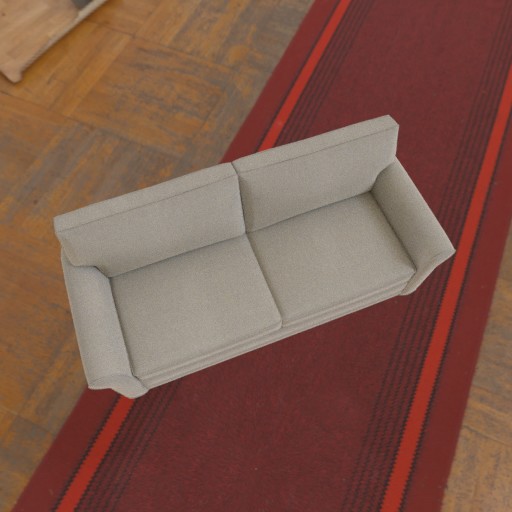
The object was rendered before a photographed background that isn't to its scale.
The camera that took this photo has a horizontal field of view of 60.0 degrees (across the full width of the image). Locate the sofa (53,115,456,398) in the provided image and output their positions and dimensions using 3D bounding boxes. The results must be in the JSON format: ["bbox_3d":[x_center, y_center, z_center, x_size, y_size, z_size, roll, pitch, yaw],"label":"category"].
[{"bbox_3d":[0.000,0.000,2.662,2.146,0.962,0.901,-19,66,-9],"label":"sofa"}]
